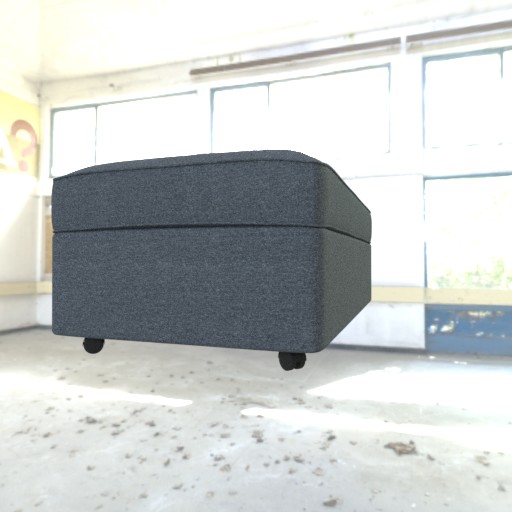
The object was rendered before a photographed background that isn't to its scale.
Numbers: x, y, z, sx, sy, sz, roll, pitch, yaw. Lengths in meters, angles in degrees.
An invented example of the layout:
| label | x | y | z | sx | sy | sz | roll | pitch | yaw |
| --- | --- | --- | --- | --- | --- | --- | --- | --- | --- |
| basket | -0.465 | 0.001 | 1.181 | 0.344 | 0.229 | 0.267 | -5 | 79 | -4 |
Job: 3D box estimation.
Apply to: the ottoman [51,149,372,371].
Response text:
| label | x | y | z | sx | sy | sz | roll | pitch | yaw |
| --- | --- | --- | --- | --- | --- | --- | --- | --- | --- |
| ottoman | 0.000 | 0.000 | 1.514 | 0.681 | 0.494 | 1.173 | 0 | 0 | 19 |
